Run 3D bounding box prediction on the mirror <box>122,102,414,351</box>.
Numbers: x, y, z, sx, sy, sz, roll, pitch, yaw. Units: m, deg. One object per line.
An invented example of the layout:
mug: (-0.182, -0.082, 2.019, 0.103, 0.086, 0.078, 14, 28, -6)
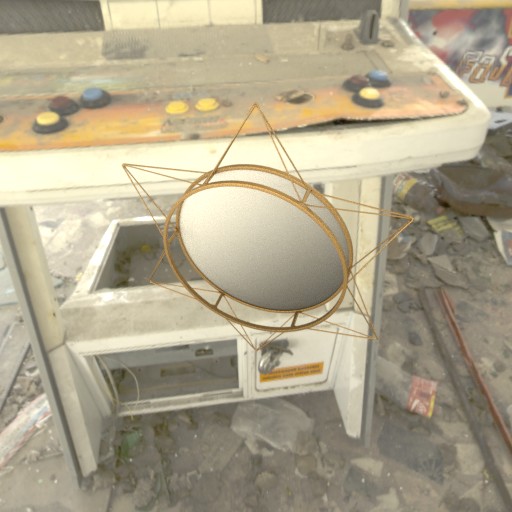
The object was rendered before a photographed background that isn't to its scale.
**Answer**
mirror: (0.000, 0.000, 0.818, 0.498, 0.581, 0.062, 13, 43, 14)
